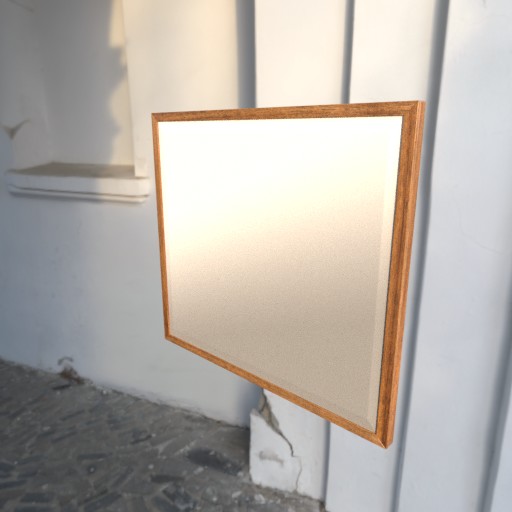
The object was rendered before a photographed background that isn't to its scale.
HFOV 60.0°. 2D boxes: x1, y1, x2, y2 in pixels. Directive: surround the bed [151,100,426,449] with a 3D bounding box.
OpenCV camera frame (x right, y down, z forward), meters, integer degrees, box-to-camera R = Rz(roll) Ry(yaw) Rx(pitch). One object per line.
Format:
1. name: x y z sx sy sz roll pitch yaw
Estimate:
1. bed: 0.000 0.000 1.486 1.041 0.940 0.043 14 21 41
